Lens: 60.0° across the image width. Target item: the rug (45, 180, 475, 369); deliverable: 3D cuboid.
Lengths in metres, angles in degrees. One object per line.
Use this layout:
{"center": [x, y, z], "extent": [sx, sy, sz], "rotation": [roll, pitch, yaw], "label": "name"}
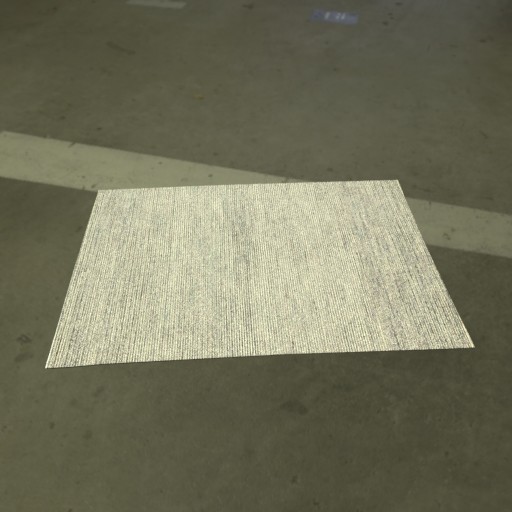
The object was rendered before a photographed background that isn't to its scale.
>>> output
{"center": [0.000, 0.000, 2.228], "extent": [1.789, 0.021, 1.159], "rotation": [-2, 47, -2], "label": "rug"}
